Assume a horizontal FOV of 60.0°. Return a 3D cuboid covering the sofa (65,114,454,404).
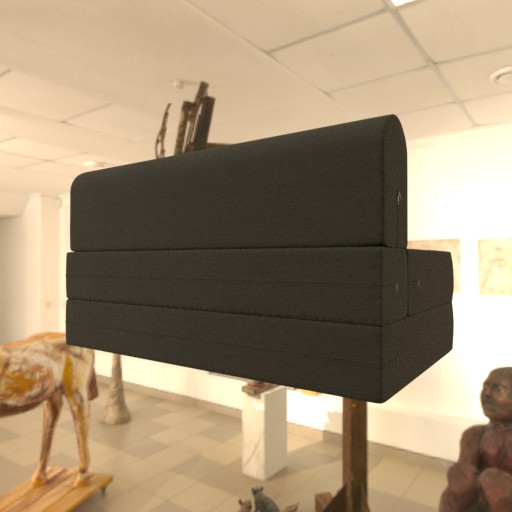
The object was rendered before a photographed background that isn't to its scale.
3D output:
[{"bbox_3d":[0.000,0.000,1.632,1.225,0.670,0.762,0,-1,35],"label":"sofa"}]
